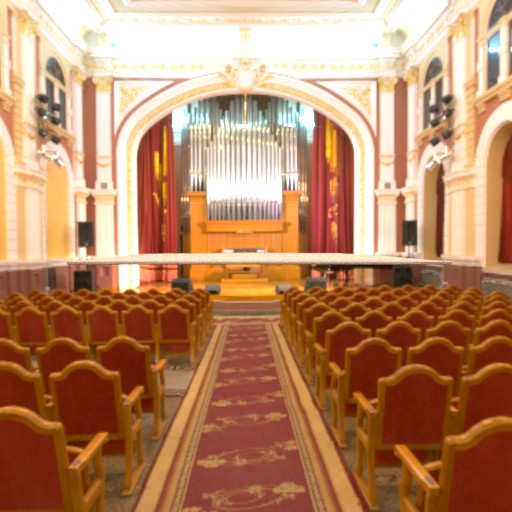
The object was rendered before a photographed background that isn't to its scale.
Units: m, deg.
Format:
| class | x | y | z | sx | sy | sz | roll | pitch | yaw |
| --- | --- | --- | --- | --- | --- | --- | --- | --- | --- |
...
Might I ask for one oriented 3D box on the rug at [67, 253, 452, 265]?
| class | x | y | z | sx | sy | sz | roll | pitch | yaw |
| --- | --- | --- | --- | --- | --- | --- | --- | --- | --- |
| rug | 0.000 | 0.000 | 2.962 | 1.574 | 0.029 | 2.346 | 0 | 1 | -1 |
